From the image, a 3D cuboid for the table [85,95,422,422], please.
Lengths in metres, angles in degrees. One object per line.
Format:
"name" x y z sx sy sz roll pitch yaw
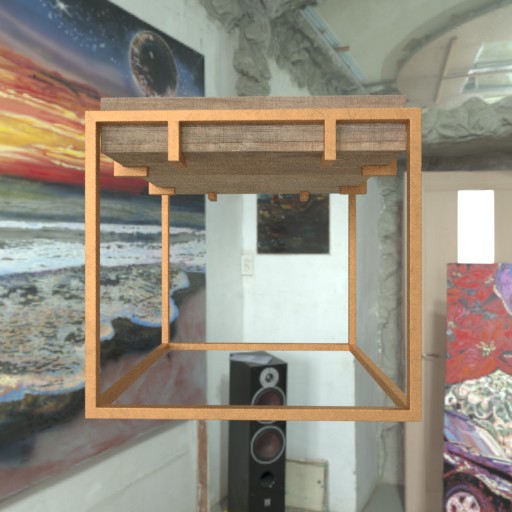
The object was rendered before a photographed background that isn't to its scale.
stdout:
"table" 0.000 0.000 1.088 0.599 0.584 0.599 0 0 1
